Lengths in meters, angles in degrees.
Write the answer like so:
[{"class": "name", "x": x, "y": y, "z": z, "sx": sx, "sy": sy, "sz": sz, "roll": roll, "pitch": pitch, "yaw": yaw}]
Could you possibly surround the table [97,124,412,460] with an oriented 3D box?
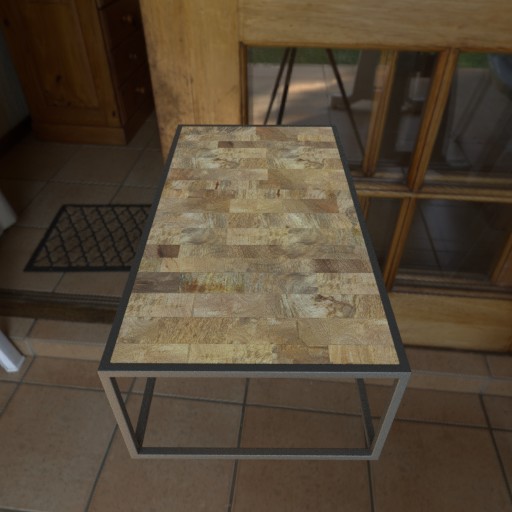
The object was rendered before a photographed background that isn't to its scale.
[{"class": "table", "x": 0.000, "y": 0.000, "z": 1.497, "sx": 0.649, "sy": 0.398, "sz": 1.199, "roll": 0, "pitch": 41, "yaw": 0}]
